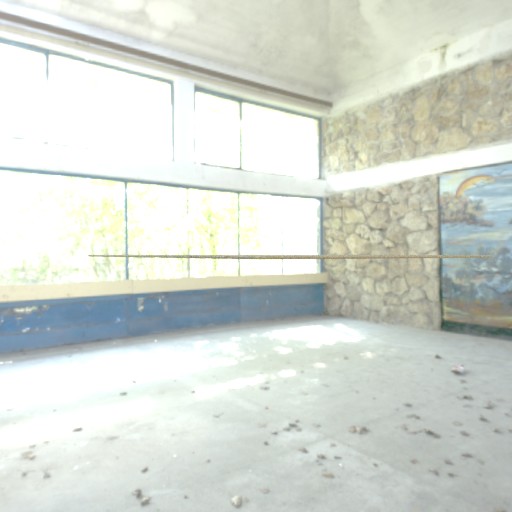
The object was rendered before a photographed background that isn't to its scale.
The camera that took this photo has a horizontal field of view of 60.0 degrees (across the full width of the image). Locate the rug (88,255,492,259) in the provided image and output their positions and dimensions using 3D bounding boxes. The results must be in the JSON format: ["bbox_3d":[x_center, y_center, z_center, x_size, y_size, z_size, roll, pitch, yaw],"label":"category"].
[{"bbox_3d":[0.000,0.000,2.317,1.240,0.010,1.824,0,0,-35],"label":"rug"}]
